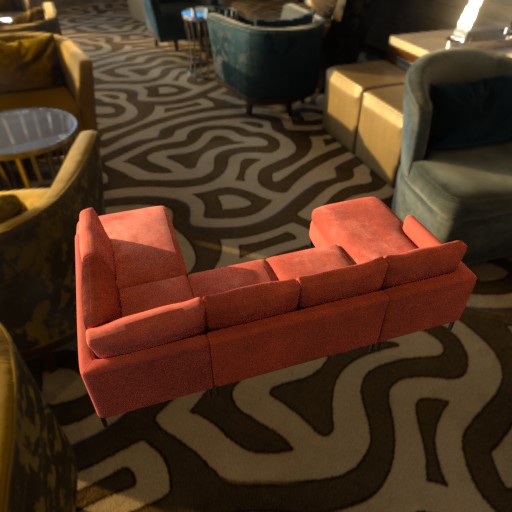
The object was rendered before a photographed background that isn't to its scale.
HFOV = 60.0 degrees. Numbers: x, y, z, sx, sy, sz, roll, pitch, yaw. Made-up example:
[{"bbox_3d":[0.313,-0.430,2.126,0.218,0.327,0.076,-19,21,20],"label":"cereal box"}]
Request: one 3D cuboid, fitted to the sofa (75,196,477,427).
[{"bbox_3d":[0.000,0.000,3.872,2.971,0.858,1.981,-12,41,-14],"label":"sofa"}]
